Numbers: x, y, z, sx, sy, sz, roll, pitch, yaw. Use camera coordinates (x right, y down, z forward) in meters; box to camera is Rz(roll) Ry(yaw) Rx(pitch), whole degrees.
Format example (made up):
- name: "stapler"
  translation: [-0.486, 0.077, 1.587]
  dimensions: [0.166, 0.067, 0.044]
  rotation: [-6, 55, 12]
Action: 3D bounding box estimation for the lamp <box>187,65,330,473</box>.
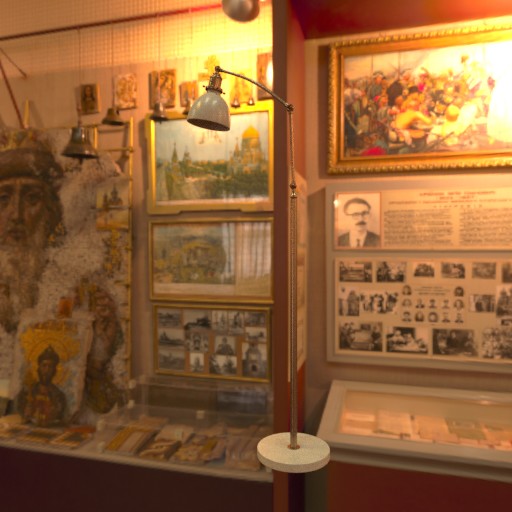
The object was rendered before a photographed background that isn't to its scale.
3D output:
- name: "lamp"
  translation: [0.000, 0.000, 1.806]
  dimensions: [0.599, 1.586, 0.288]
  rotation: [0, 1, 17]
